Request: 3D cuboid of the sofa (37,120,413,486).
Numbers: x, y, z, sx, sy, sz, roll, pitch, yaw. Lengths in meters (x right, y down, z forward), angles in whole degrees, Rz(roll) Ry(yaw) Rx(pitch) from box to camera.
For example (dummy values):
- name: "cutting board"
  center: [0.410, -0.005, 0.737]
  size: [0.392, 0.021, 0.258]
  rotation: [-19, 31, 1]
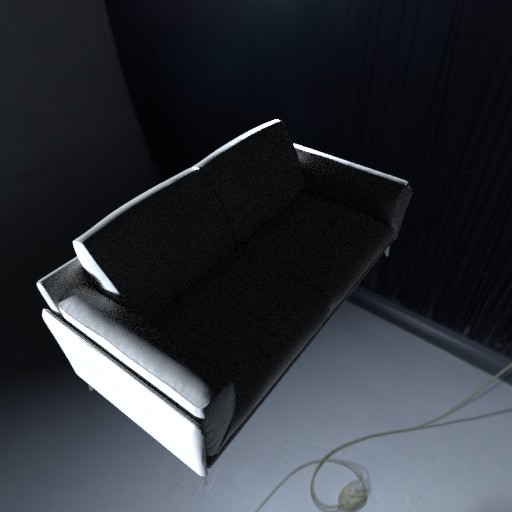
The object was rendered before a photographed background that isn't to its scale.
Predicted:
- name: "sofa"
  center: [0.000, 0.000, 2.576]
  size: [1.049, 0.930, 2.101]
  rotation: [26, 48, 27]
